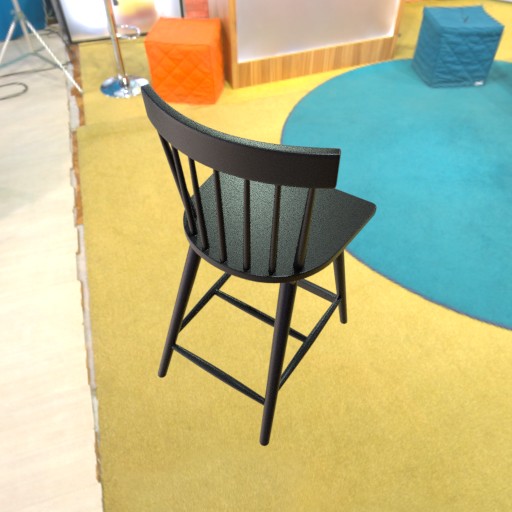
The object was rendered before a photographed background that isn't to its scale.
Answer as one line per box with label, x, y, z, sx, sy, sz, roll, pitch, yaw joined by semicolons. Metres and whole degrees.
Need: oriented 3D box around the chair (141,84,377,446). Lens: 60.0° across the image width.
chair;0.000;0.000;1.259;0.483;0.952;0.572;25;52;22
